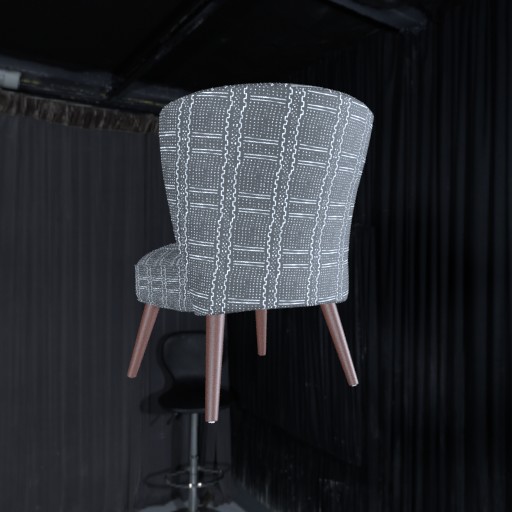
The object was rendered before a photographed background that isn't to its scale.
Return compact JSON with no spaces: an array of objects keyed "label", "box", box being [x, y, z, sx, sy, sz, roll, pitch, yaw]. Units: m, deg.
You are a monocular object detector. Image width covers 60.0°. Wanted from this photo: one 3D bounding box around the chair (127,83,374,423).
[{"label":"chair","box":[0.000,0.000,1.445,0.710,0.866,0.758,0,1,-36]}]
